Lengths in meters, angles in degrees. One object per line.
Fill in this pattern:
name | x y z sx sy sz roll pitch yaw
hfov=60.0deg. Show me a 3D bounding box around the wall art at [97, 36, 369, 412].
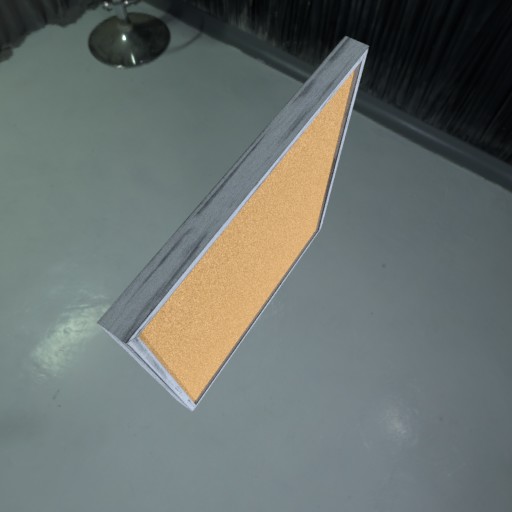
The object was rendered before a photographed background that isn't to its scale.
wall art | 0.000 0.000 0.751 0.038 0.506 0.506 31 68 14
